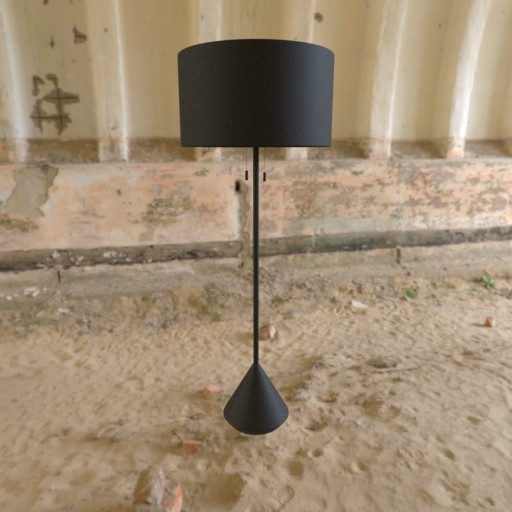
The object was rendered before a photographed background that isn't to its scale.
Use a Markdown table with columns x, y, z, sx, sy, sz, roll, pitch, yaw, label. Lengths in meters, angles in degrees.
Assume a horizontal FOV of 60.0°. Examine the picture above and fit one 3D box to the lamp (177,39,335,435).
| x | y | z | sx | sy | sz | roll | pitch | yaw | label |
| --- | --- | --- | --- | --- | --- | --- | --- | --- | --- |
| 0.000 | 0.000 | 1.834 | 0.580 | 1.526 | 0.580 | 12 | 18 | 42 | lamp |
